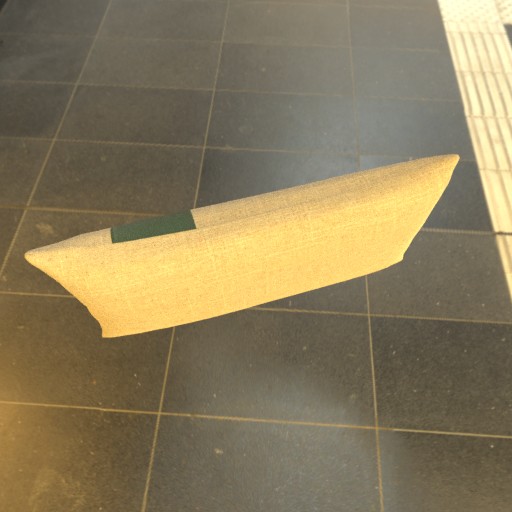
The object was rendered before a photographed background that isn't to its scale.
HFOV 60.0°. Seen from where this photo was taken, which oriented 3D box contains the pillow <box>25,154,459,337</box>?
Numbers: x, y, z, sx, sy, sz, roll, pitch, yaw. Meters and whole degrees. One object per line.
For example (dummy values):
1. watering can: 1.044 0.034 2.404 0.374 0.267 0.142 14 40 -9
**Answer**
1. pillow: 0.000 0.000 1.029 0.859 0.429 0.197 -14 61 -8
